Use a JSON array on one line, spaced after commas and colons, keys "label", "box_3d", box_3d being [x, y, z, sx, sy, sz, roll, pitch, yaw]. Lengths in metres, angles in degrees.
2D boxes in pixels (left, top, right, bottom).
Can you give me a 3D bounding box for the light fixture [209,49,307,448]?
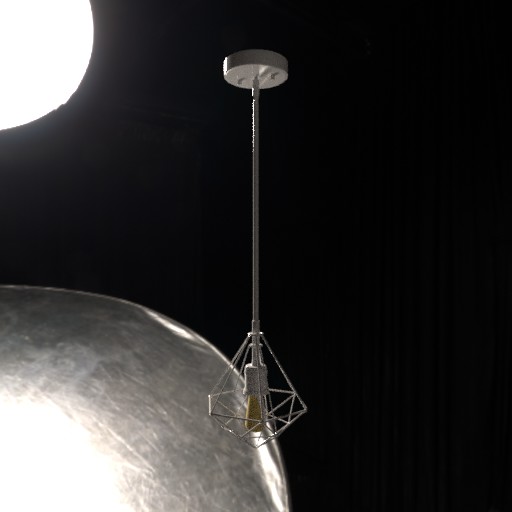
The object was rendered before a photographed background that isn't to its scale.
[{"label": "light fixture", "box_3d": [0.000, 0.000, 2.038, 0.487, 1.764, 0.431, 0, 0, -36]}]
